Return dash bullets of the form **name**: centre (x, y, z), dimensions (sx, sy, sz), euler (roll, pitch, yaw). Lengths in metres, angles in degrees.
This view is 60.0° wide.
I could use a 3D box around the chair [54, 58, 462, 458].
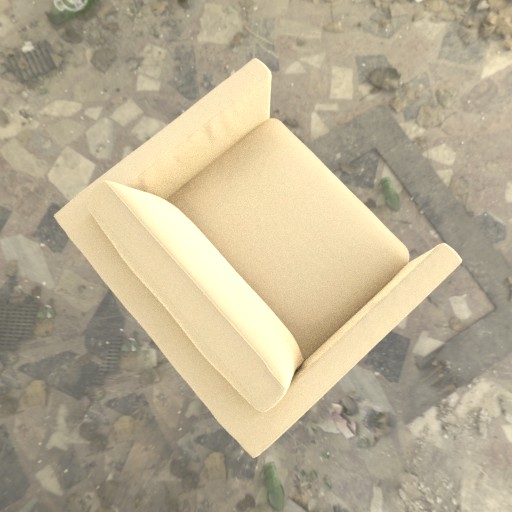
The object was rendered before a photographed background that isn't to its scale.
- **chair**: centre (0.000, 0.000, 1.725), dimensions (0.947, 0.851, 1.057), euler (-41, 80, -9)
